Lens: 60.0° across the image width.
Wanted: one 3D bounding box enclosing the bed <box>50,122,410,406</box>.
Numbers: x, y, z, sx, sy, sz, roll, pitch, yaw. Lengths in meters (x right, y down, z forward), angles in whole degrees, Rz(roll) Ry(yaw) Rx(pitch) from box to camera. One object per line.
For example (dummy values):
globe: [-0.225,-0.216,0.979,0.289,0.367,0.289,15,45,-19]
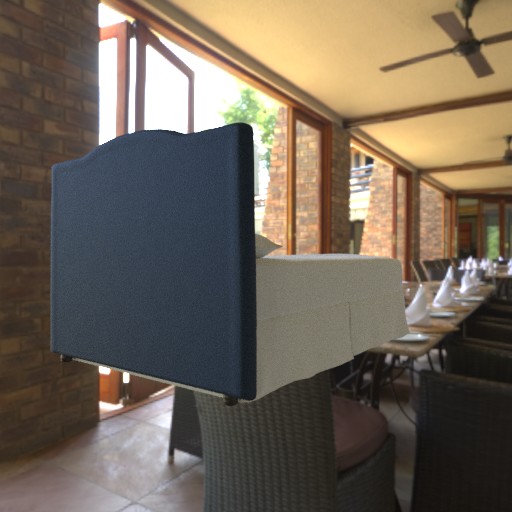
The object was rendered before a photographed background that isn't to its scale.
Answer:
bed: [0.000,0.000,3.556,1.741,1.441,2.507,0,0,36]
